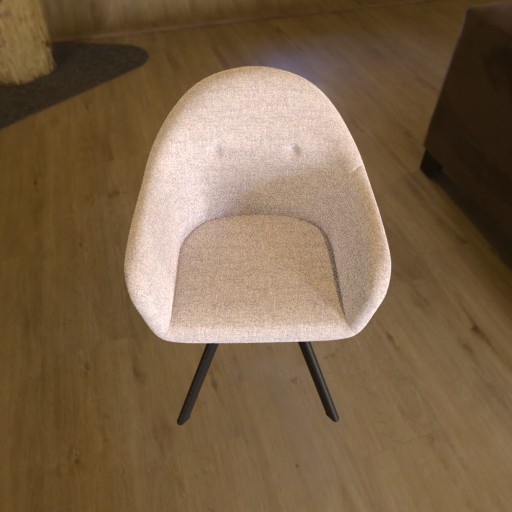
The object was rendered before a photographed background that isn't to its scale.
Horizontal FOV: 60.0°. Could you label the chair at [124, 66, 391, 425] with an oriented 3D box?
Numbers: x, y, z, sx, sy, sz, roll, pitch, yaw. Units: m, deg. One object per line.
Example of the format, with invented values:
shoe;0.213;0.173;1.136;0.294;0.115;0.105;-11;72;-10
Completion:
chair;0.000;0.000;1.170;0.540;0.780;0.570;-1;46;-1
